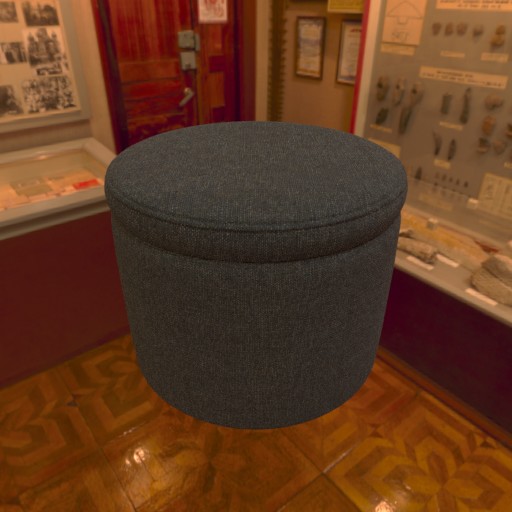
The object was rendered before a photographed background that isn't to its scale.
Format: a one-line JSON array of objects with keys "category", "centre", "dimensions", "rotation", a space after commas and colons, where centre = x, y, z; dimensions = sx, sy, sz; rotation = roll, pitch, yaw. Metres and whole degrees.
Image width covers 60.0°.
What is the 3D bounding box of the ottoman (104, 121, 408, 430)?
[{"category": "ottoman", "centre": [0.000, 0.000, 0.878], "dimensions": [0.520, 0.430, 0.520], "rotation": [0, 31, 0]}]
